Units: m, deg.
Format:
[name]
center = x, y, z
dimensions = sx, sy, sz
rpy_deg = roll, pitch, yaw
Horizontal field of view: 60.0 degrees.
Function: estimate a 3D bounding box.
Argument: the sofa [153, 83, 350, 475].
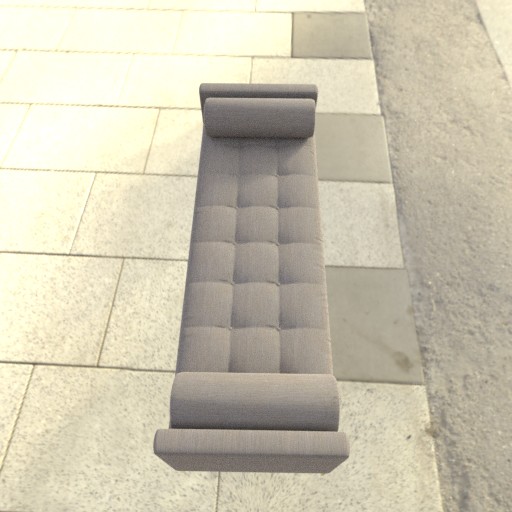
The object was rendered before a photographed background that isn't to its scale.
[sofa]
center = 0.000, 0.000, 2.288
dimensions = 0.686, 0.635, 1.981
rpy_deg = 1, 58, 0
